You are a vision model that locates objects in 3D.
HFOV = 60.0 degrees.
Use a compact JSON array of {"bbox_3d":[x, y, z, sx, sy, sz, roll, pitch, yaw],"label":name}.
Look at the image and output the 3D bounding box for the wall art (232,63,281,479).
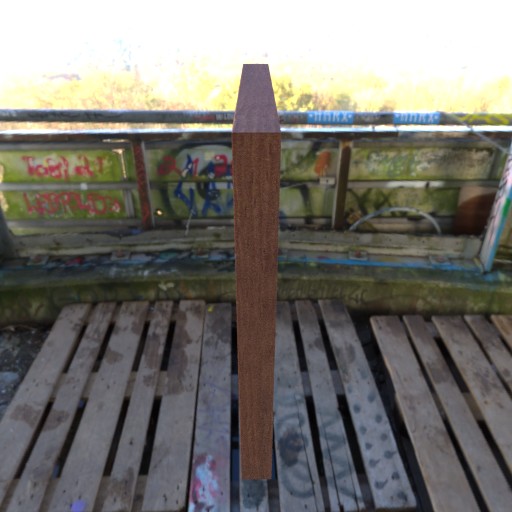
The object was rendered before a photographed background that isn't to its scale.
[{"bbox_3d":[0.000,0.000,0.622,0.039,0.449,0.377,0,31,0],"label":"wall art"}]
